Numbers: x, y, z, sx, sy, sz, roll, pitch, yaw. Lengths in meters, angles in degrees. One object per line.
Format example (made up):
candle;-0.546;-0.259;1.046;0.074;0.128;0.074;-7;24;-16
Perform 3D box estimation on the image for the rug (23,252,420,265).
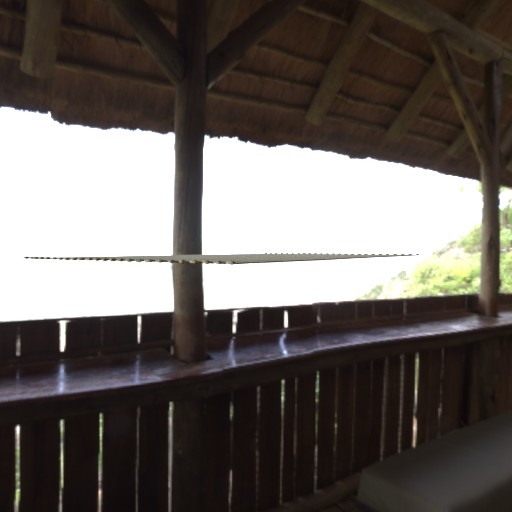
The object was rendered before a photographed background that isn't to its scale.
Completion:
rug;0.000;0.000;2.331;1.162;0.013;1.875;1;1;36
